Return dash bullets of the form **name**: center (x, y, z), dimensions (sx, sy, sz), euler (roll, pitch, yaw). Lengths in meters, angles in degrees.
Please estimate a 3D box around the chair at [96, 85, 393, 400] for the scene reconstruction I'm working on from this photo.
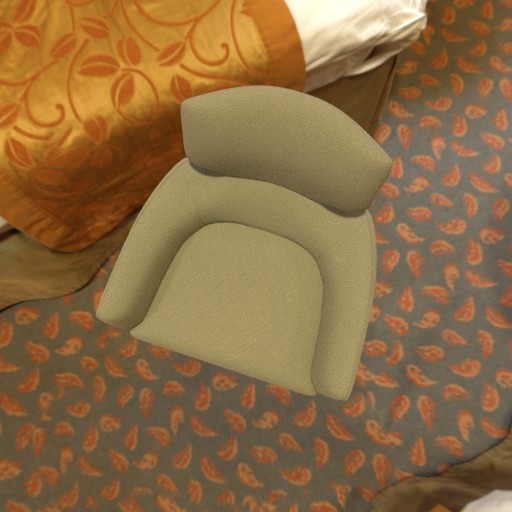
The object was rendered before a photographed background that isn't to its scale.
- **chair**: center (0.000, 0.000, 1.429), dimensions (0.760, 0.810, 0.730), euler (17, 78, 4)
